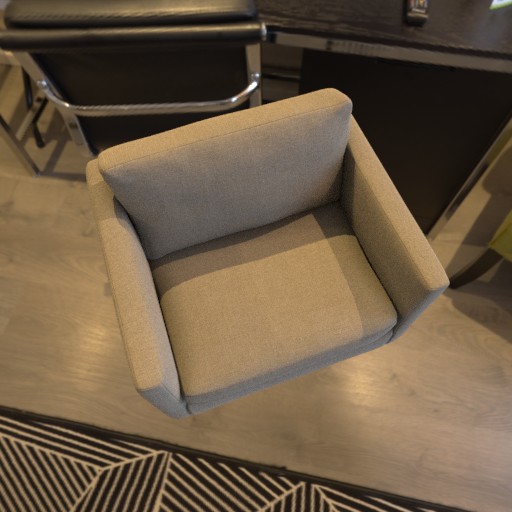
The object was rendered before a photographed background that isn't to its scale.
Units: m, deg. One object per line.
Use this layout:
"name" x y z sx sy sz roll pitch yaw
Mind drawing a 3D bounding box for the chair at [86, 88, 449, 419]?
"chair" 0.000 0.000 1.823 1.107 0.963 0.959 -18 65 -9
